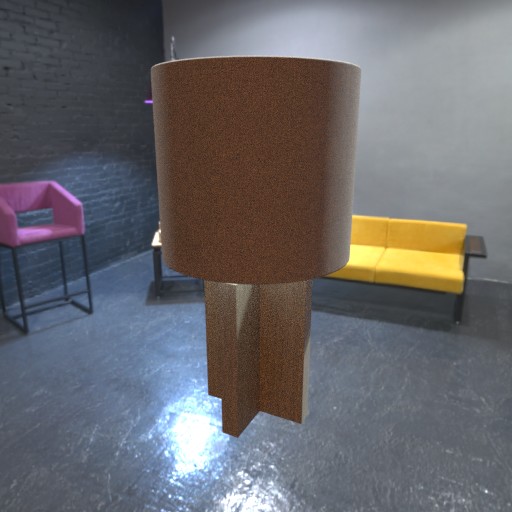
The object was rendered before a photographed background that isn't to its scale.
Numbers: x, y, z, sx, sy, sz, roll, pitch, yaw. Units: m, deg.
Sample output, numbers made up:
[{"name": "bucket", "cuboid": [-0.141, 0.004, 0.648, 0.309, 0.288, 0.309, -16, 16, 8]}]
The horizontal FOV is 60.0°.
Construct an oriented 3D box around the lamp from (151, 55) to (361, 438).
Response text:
[{"name": "lamp", "cuboid": [0.000, 0.000, 0.552, 0.229, 0.428, 0.229, 8, 18, 26]}]
